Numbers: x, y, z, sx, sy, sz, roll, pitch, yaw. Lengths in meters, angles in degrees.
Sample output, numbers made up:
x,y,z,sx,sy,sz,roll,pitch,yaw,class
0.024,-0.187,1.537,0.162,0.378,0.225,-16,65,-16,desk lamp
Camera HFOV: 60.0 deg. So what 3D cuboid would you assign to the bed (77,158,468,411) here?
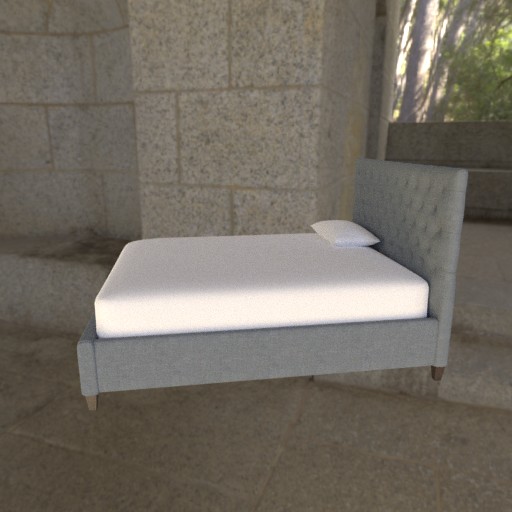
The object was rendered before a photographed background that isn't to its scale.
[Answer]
x,y,z,sx,sy,sz,roll,pitch,yaw,class
0.000,0.000,3.429,2.335,1.411,1.698,-2,15,-9,bed
